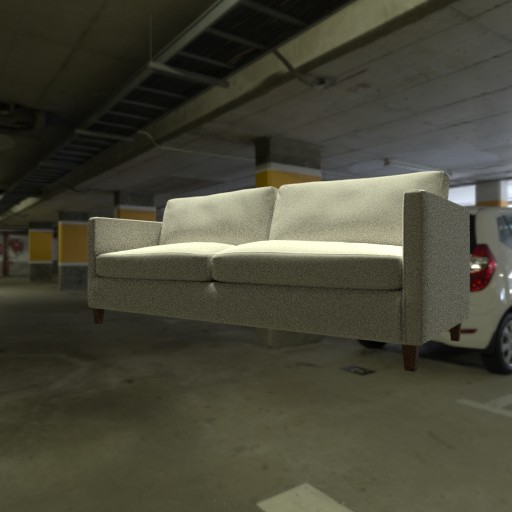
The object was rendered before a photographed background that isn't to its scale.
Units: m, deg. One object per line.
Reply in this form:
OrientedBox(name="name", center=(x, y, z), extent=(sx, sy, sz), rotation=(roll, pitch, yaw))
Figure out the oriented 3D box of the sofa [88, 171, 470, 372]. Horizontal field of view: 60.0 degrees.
OrientedBox(name="sofa", center=(0.000, 0.000, 2.844), extent=(2.361, 0.962, 0.951), rotation=(0, 0, 36))
